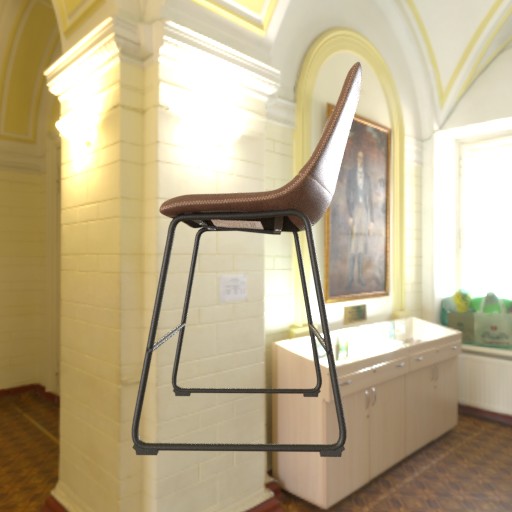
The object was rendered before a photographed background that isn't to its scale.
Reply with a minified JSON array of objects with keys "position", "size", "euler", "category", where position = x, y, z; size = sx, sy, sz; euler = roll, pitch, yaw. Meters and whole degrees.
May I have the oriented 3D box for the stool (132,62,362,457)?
[{"position":[0.000,0.000,1.203],"size":[0.550,0.890,0.460],"euler":[0,-1,1],"category":"stool"}]
